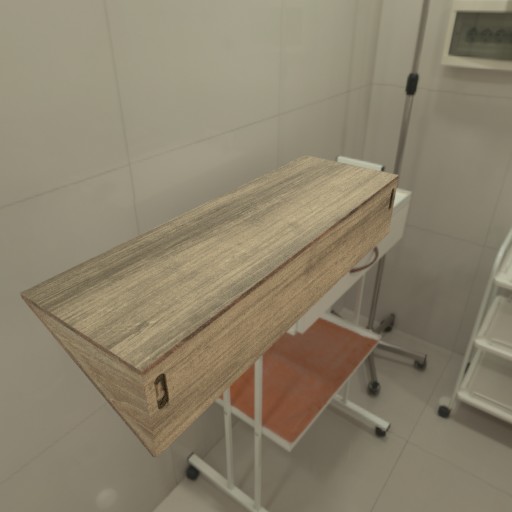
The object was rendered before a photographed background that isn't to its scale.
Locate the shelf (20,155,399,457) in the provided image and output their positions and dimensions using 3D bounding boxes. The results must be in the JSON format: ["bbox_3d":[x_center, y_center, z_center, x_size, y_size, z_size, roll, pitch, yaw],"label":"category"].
[{"bbox_3d":[0.000,0.000,0.682,0.200,0.125,0.610,21,36,31],"label":"shelf"}]
